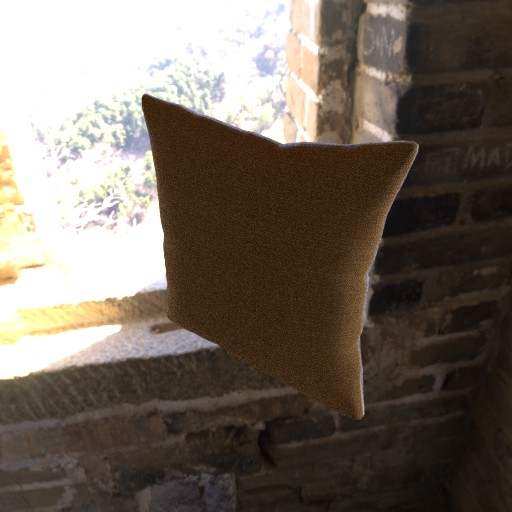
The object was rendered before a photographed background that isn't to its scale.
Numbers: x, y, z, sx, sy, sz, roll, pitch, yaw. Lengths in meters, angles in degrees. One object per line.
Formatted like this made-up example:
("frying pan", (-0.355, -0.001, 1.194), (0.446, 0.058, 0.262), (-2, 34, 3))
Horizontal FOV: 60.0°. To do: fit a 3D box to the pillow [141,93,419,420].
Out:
("pillow", (0.000, 0.000, 0.685), (0.432, 0.437, 0.147), (20, 36, 30))
